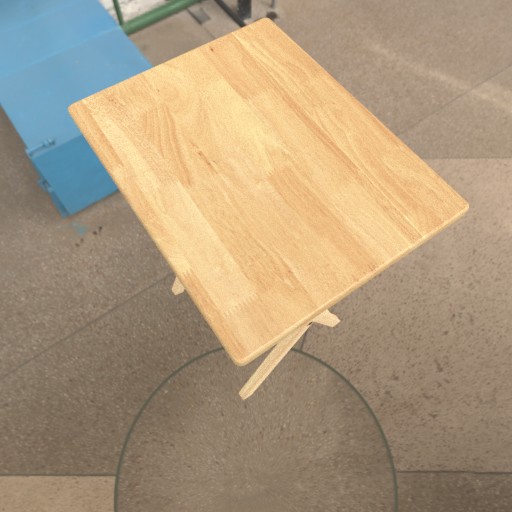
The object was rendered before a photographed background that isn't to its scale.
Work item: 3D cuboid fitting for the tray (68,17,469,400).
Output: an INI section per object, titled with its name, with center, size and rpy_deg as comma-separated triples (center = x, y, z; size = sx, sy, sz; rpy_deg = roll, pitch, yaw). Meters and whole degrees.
[tray]
center = 0.000, 0.000, 0.934
size = 0.381, 0.660, 0.483
rpy_deg = -32, 67, -15
